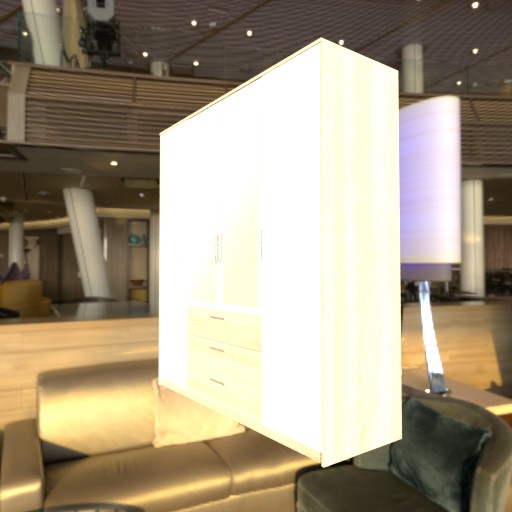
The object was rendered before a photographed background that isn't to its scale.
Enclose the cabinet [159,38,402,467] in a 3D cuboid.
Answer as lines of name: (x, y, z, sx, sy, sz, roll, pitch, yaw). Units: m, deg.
cabinet: (0.000, 0.000, 3.045, 0.620, 2.060, 1.870, 1, -2, -36)
